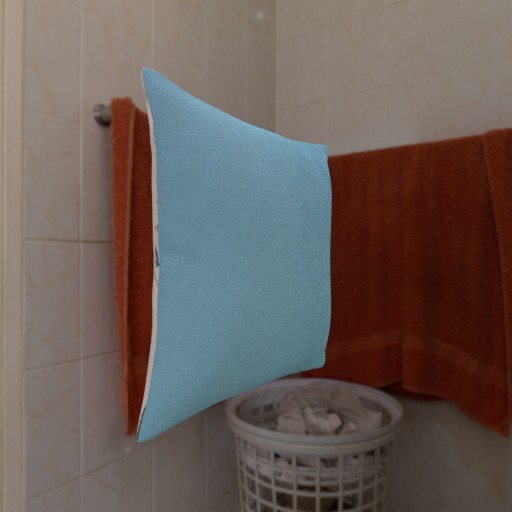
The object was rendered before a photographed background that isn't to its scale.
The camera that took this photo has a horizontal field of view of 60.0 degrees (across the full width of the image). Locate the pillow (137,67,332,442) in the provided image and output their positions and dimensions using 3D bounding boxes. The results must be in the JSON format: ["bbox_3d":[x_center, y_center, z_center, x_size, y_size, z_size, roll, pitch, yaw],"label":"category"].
[{"bbox_3d":[0.000,0.000,0.807,0.166,0.507,0.526,0,0,36],"label":"pillow"}]
